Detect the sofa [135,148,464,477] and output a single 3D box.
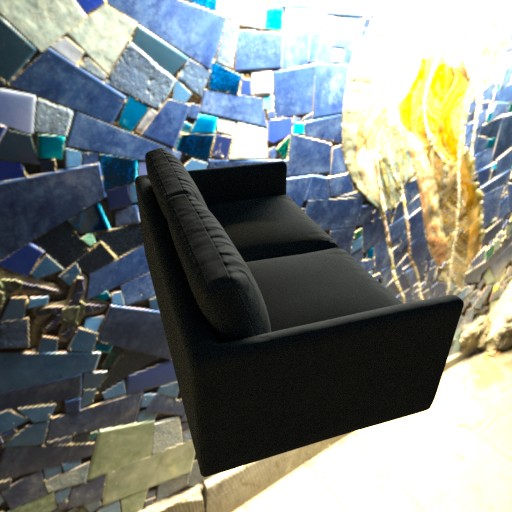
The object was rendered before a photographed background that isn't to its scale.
[{"bbox_3d":[0.000,0.000,2.458,1.091,0.845,1.909,-10,31,-16],"label":"sofa"}]
